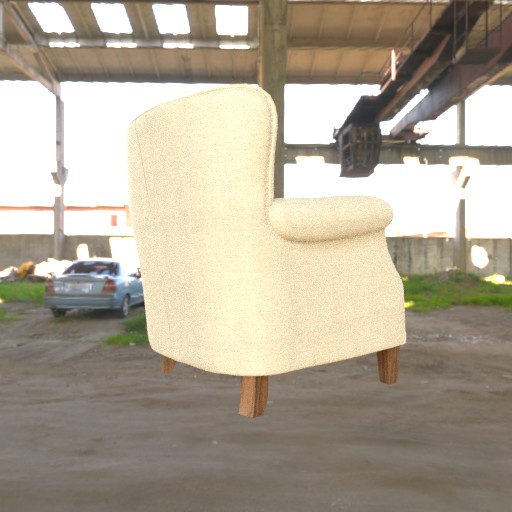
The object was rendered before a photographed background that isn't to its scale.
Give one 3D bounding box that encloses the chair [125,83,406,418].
[{"bbox_3d":[0.000,0.000,1.658,0.921,0.936,0.861,0,0,-34],"label":"chair"}]
